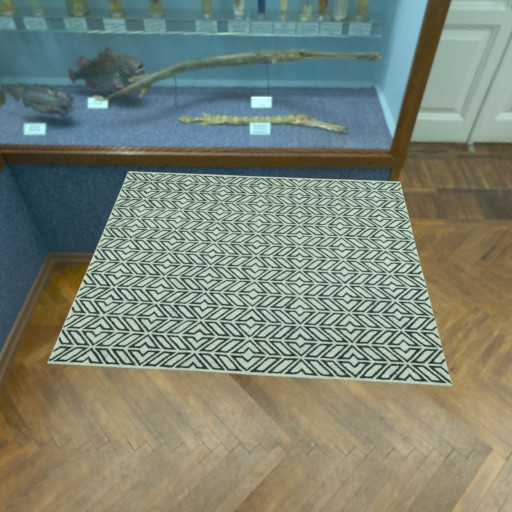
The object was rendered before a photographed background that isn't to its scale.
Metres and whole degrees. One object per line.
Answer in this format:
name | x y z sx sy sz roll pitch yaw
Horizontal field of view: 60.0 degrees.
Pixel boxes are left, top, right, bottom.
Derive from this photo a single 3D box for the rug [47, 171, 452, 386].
rug | 0.000 0.000 4.140 3.045 0.008 2.421 3 47 2
